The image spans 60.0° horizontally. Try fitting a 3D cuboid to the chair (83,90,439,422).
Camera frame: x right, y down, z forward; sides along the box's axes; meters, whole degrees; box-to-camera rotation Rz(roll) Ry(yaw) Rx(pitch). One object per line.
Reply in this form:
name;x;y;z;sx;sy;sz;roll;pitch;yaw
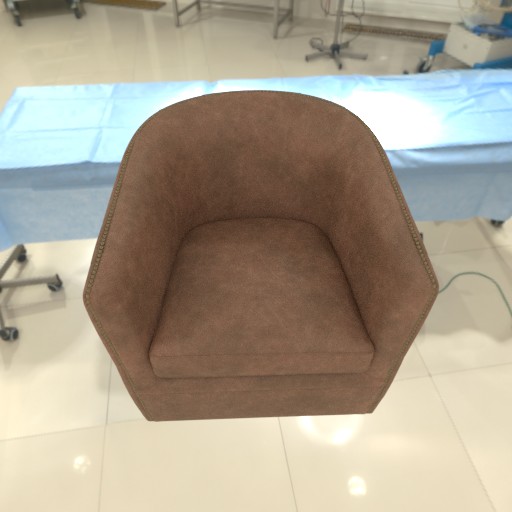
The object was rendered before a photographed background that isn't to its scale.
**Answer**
chair;0.000;0.000;1.523;0.850;0.790;0.870;-2;46;-1
